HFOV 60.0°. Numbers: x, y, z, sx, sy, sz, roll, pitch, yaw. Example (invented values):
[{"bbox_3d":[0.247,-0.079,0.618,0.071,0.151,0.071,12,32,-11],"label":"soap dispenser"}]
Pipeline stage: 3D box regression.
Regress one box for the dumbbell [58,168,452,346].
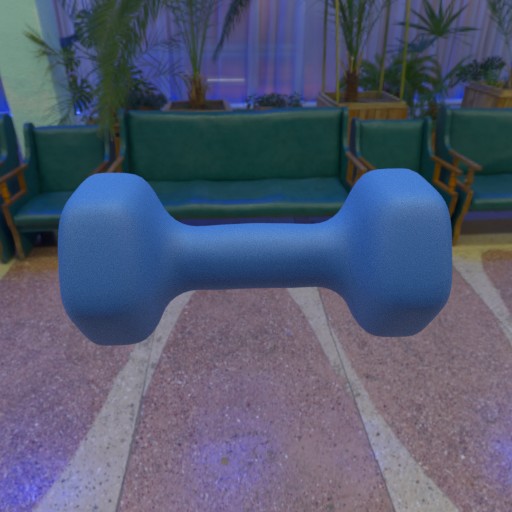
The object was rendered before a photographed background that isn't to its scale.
[{"bbox_3d":[0.000,0.000,0.263,0.212,0.093,0.103,-1,30,-2],"label":"dumbbell"}]
